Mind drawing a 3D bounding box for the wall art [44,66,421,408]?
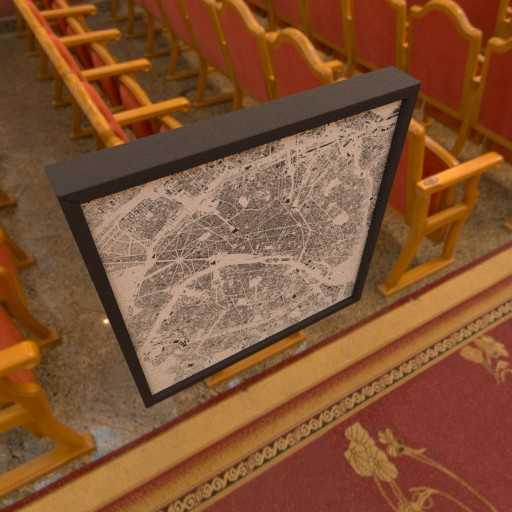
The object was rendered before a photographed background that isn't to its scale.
[{"bbox_3d":[0.000,0.000,0.447,0.305,0.305,0.037,-23,51,-20],"label":"wall art"}]
